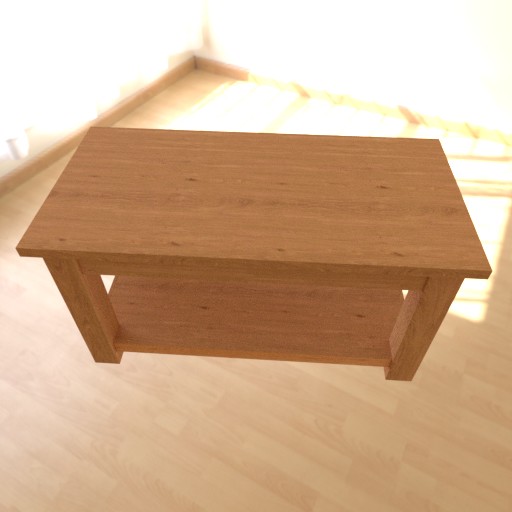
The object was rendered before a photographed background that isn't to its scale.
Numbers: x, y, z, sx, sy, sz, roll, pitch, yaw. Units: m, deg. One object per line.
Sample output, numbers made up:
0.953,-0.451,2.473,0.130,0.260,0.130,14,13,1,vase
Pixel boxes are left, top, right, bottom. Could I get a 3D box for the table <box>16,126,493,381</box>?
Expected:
0.000,0.000,1.150,0.899,0.452,0.450,3,46,3,table
